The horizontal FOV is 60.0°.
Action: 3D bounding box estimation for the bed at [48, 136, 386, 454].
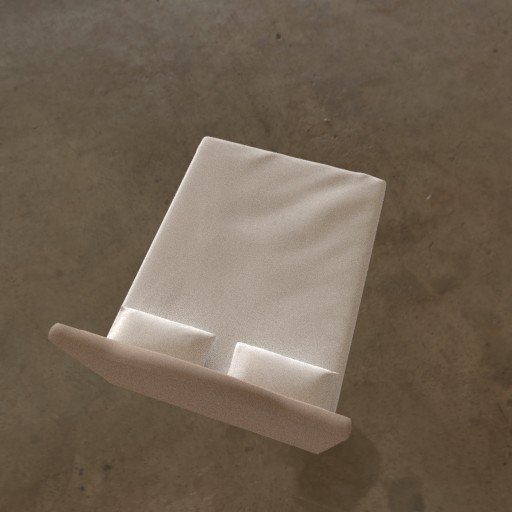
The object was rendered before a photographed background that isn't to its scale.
[{"bbox_3d":[0.000,0.000,3.368,1.821,1.436,2.282,16,64,8],"label":"bed"}]
